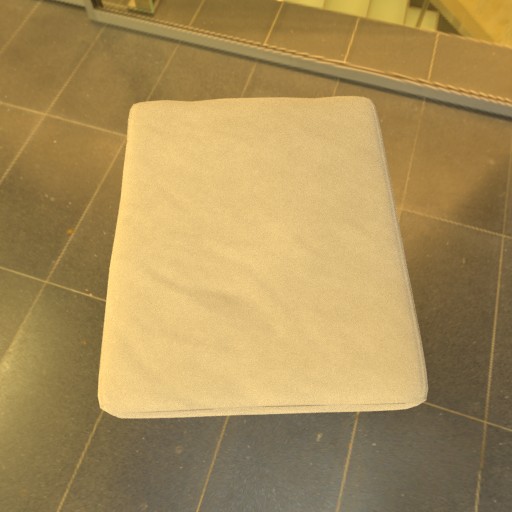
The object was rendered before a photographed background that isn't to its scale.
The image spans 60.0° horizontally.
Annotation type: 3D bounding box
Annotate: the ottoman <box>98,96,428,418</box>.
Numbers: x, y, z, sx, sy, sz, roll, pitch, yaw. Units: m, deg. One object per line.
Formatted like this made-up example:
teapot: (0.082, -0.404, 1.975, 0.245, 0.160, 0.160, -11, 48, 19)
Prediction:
ottoman: (0.000, 0.000, 1.451, 0.836, 0.492, 1.002, -2, 65, -1)
